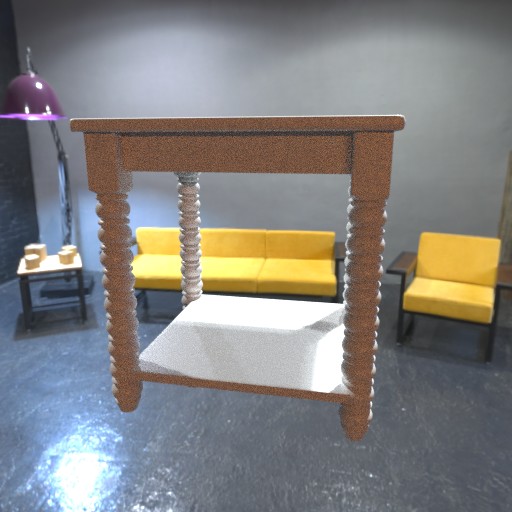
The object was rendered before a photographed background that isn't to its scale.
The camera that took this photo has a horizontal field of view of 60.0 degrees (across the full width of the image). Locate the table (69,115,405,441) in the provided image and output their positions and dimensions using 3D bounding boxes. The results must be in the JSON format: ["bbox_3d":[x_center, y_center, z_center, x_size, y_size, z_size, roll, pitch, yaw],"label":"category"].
[{"bbox_3d":[0.000,0.000,0.981,0.533,0.563,0.500,3,15,11],"label":"table"}]
